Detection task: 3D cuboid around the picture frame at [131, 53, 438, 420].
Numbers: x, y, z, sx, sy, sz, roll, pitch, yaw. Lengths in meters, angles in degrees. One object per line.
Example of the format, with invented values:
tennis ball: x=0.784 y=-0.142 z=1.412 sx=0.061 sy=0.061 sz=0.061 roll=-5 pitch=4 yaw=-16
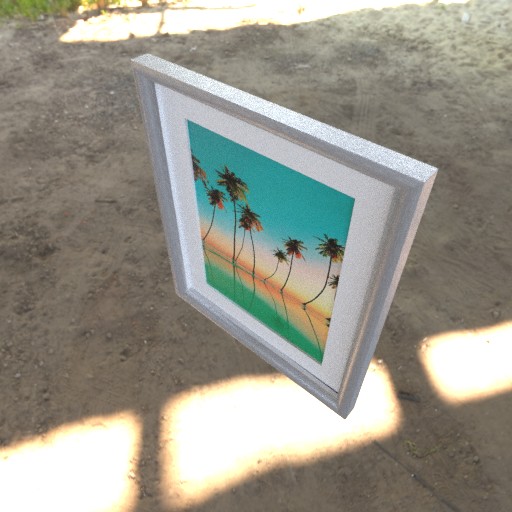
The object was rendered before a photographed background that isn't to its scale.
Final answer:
picture frame: x=0.000 y=0.000 z=0.525 sx=0.327 sy=0.378 sz=0.027 roll=32 pitch=53 yaw=27
